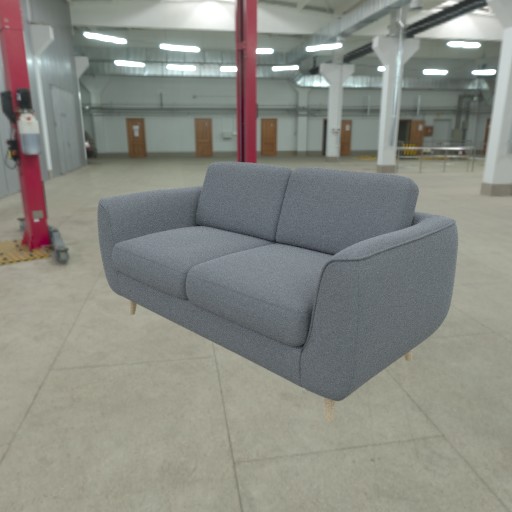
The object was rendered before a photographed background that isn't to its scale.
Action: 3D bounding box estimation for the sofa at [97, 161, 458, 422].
[{"bbox_3d":[0.000,0.000,2.198,1.700,0.850,0.920,15,22,43],"label":"sofa"}]
